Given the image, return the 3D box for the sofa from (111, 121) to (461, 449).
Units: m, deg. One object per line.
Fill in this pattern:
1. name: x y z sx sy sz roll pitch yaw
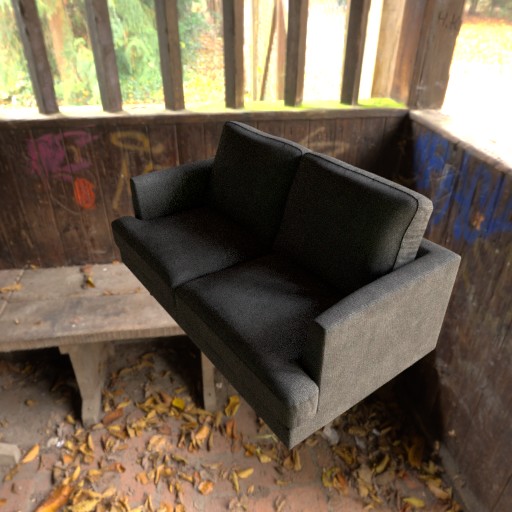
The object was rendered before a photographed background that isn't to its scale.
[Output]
1. sofa: 0.000 0.000 2.160 0.903 0.956 1.582 -22 38 -30
